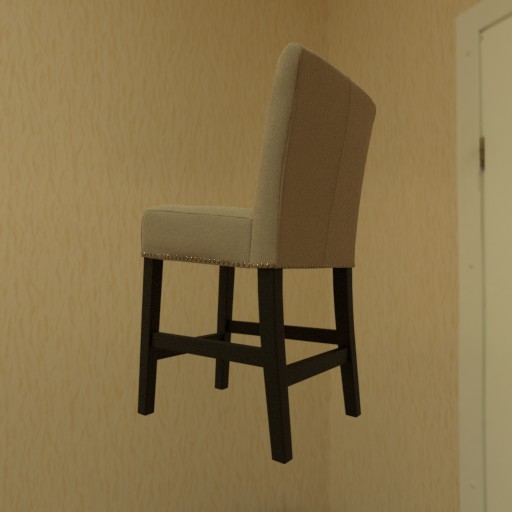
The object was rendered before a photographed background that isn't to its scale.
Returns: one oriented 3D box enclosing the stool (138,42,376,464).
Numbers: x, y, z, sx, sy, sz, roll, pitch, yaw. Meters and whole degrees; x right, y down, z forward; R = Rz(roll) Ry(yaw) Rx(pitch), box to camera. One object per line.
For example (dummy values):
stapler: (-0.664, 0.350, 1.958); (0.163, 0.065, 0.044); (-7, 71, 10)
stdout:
stool: (0.000, 0.000, 1.221); (0.571, 0.885, 0.427); (-1, -2, 36)
